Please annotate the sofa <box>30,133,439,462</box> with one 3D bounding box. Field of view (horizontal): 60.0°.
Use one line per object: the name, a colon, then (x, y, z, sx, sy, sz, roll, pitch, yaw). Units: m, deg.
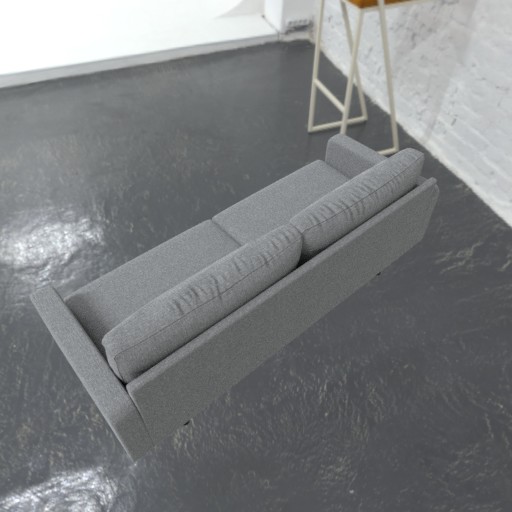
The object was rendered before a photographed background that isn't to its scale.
sofa: (0.000, 0.000, 2.529, 2.200, 0.880, 0.880, -32, 55, -27)
